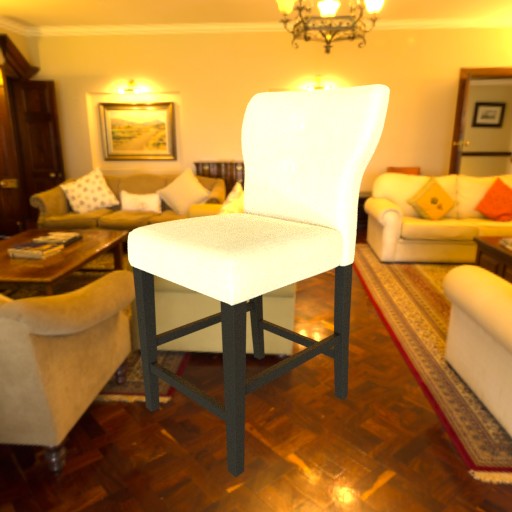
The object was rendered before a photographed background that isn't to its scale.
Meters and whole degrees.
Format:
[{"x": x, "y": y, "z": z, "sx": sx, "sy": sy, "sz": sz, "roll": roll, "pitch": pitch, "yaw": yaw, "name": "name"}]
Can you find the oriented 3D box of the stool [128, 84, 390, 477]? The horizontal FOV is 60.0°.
[{"x": 0.000, "y": 0.000, "z": 1.317, "sx": 0.514, "sy": 0.972, "sz": 0.603, "roll": 15, "pitch": 21, "yaw": 43, "name": "stool"}]
